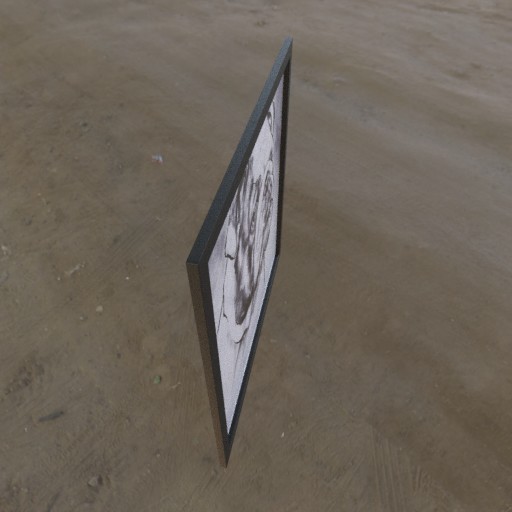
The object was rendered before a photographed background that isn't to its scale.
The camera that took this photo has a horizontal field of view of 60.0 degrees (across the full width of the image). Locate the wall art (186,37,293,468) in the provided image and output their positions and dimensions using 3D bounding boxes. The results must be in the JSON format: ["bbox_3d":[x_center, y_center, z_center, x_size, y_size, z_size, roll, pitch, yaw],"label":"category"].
[{"bbox_3d":[0.000,0.000,0.950,0.016,0.659,0.663,9,47,8],"label":"wall art"}]
